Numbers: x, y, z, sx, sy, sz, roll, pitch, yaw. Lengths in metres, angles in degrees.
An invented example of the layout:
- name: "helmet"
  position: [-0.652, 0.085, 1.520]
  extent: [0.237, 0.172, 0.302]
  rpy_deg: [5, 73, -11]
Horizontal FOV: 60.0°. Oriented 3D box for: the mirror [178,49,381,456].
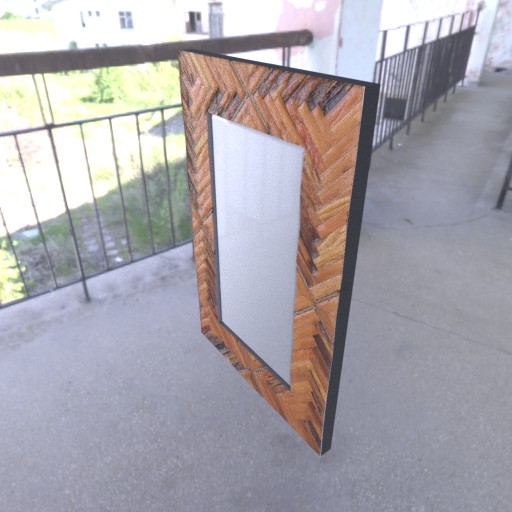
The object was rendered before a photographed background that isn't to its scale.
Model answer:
- name: "mirror"
  position: [0.000, 0.000, 1.134]
  extent: [0.044, 0.912, 0.606]
  rpy_deg: [-21, 37, -31]
